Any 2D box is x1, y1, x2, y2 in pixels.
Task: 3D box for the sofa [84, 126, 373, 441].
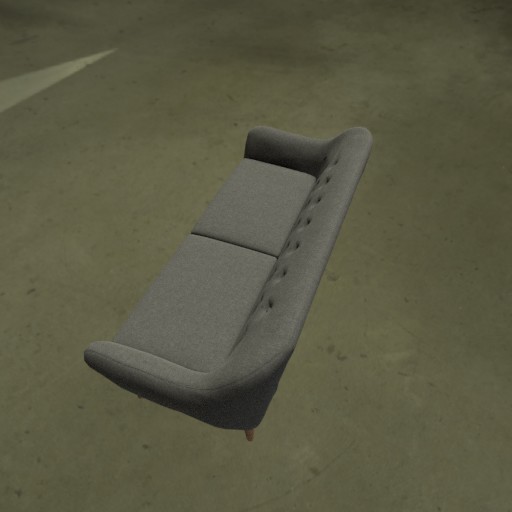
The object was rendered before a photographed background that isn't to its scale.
[{"bbox_3d":[0.000,0.000,2.333,0.820,0.820,1.840,16,49,15],"label":"sofa"}]
